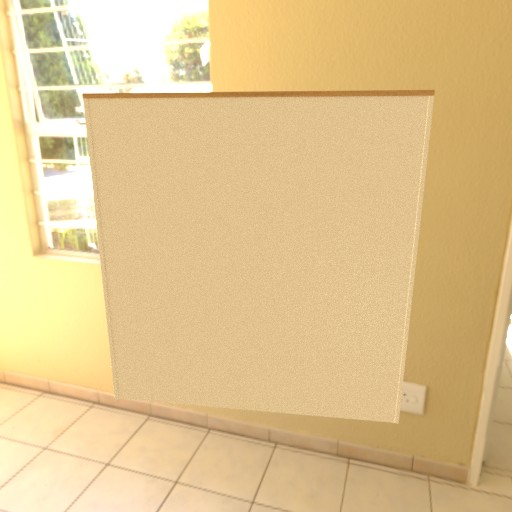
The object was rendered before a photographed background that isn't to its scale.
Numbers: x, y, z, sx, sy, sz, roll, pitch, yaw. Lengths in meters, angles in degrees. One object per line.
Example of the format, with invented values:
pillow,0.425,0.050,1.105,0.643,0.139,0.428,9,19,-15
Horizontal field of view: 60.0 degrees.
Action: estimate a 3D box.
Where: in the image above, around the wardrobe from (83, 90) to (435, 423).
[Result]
wardrobe,0.000,0.000,3.297,2.160,2.260,0.590,2,17,8
